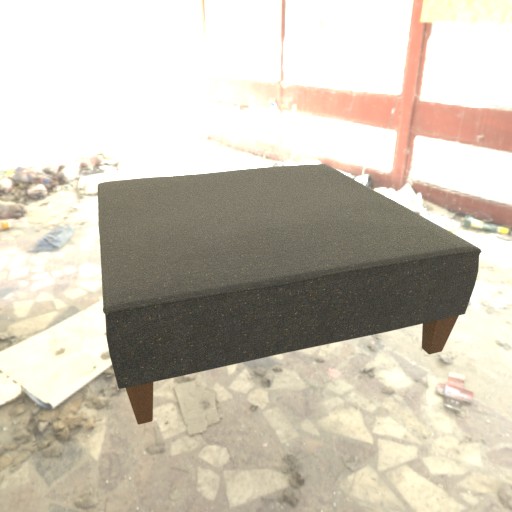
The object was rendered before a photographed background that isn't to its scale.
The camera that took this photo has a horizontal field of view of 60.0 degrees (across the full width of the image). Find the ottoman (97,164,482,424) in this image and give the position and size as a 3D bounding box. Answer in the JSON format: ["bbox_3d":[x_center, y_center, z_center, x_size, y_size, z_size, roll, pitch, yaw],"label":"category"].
[{"bbox_3d":[0.000,0.000,1.550,1.004,0.382,0.968,-8,28,-16],"label":"ottoman"}]
